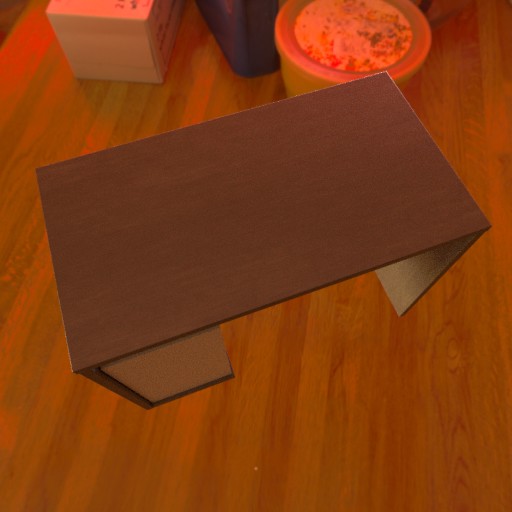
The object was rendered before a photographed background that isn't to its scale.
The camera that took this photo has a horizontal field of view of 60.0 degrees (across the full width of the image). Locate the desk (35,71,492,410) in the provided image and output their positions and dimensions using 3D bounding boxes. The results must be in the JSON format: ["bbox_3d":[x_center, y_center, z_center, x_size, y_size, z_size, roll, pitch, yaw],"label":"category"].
[{"bbox_3d":[0.000,0.000,1.539,1.100,0.750,0.600,-18,66,-9],"label":"desk"}]
